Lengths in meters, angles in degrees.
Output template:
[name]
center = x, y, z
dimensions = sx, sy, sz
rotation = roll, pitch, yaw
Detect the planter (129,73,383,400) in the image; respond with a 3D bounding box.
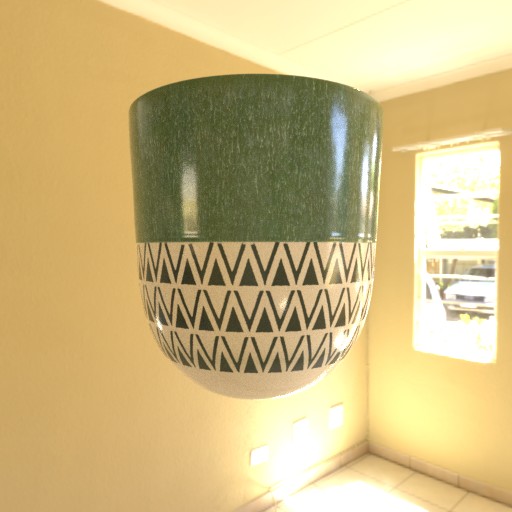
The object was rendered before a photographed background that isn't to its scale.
[planter]
center = 0.000, 0.000, 0.354
dimensions = 0.195, 0.214, 0.195
rotation = 0, 1, 0
